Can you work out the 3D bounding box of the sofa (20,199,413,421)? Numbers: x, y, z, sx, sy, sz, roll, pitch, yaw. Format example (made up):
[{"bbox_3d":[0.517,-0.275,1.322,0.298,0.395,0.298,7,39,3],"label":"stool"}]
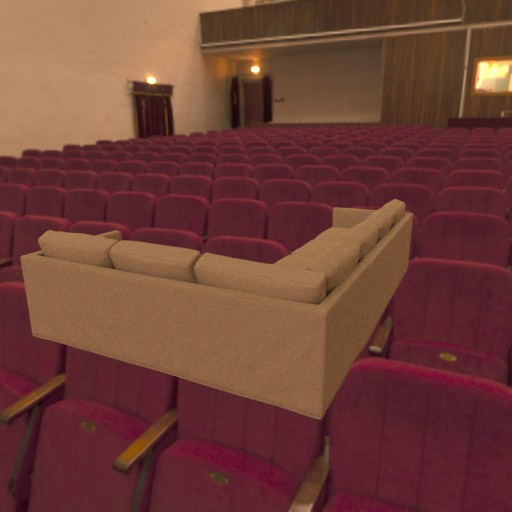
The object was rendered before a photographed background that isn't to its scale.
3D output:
[{"bbox_3d":[0.000,0.000,4.263,2.432,0.871,3.182,8,18,25],"label":"sofa"}]
